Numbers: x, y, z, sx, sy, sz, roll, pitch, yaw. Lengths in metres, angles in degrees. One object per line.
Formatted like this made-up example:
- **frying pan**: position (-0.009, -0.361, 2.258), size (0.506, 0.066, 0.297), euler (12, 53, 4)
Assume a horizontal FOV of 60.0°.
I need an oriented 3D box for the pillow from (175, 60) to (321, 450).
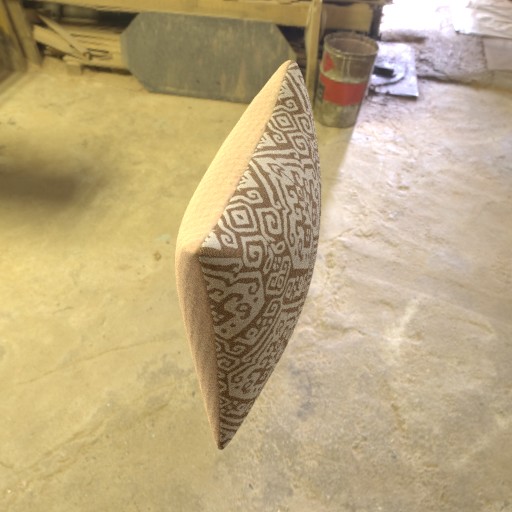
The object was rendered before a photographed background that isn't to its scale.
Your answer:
- **pillow**: position (0.000, 0.000, 0.648), size (0.173, 0.407, 0.419), euler (10, 46, 10)
